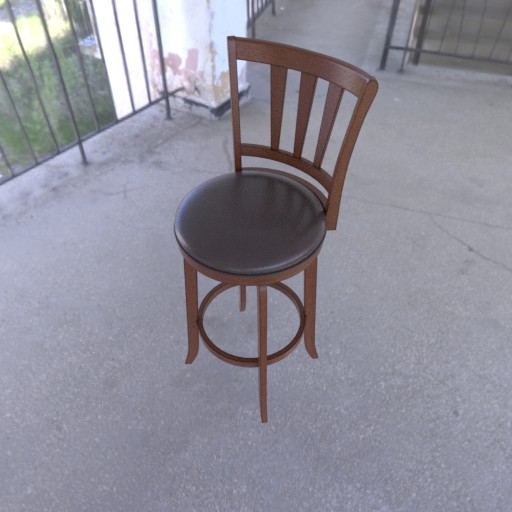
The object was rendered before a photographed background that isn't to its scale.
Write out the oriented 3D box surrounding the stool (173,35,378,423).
[{"bbox_3d":[0.000,0.000,1.441,0.464,1.177,0.503,29,52,26],"label":"stool"}]
